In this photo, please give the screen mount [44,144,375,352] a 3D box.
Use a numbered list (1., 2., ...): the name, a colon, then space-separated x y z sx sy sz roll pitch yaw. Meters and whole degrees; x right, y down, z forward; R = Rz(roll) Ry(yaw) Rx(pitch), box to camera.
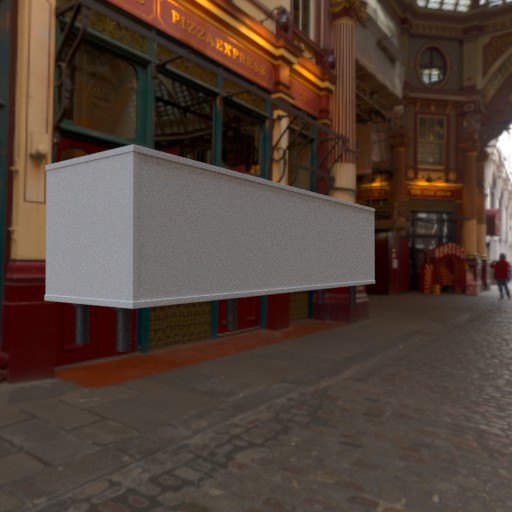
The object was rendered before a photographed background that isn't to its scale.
1. screen mount: 0.000 0.000 1.844 0.418 0.520 1.600 -1 -1 36
